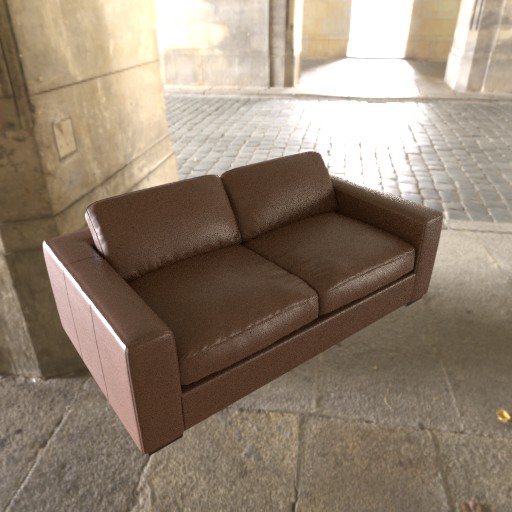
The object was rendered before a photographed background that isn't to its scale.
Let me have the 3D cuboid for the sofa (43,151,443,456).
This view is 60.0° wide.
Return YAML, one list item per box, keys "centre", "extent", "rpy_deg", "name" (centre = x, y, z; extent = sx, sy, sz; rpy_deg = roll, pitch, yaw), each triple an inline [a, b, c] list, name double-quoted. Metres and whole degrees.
- centre: [0.000, 0.000, 2.437]
  extent: [1.920, 0.800, 1.070]
  rpy_deg: [-20, 35, -32]
  name: "sofa"
